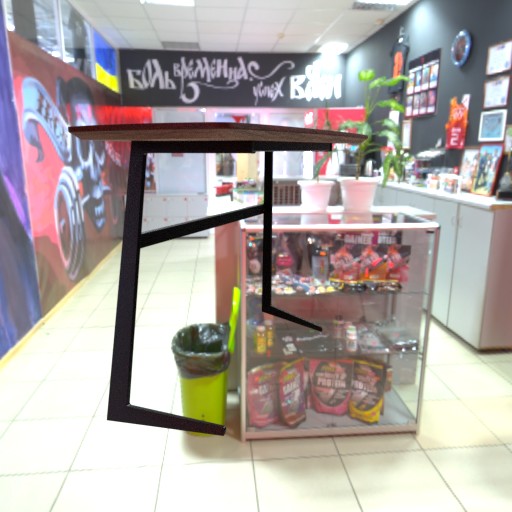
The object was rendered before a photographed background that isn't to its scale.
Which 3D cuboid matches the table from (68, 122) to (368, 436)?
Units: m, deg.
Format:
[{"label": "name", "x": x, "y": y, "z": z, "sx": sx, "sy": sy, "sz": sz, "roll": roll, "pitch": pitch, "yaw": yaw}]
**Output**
[{"label": "table", "x": 0.000, "y": 0.000, "z": 1.070, "sx": 0.361, "sy": 0.576, "sz": 0.804, "roll": 7, "pitch": 15, "yaw": 27}]
